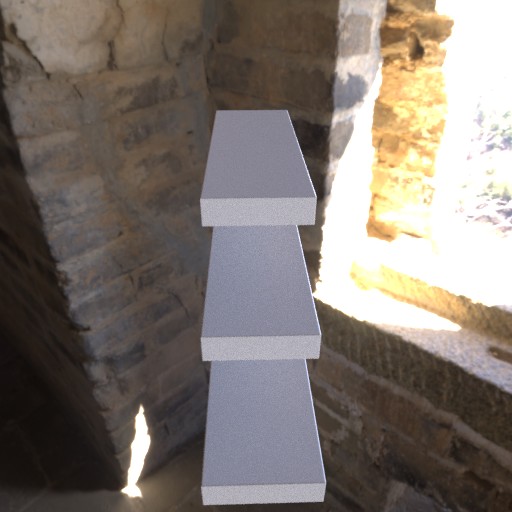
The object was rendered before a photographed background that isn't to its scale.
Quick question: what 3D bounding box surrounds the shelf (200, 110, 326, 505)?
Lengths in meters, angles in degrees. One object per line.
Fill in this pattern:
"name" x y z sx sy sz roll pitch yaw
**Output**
"shelf" 0.000 0.000 0.692 0.140 0.293 0.610 -1 32 -1
